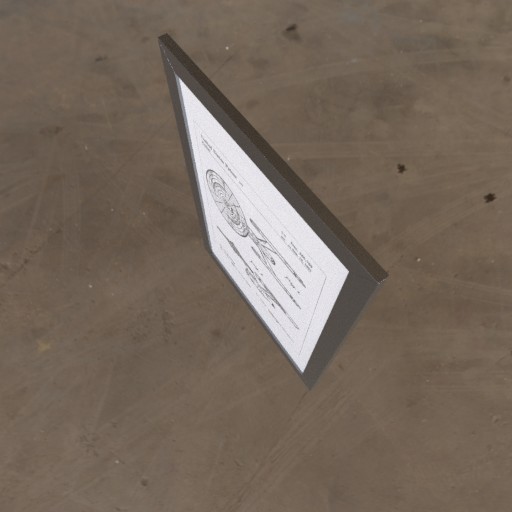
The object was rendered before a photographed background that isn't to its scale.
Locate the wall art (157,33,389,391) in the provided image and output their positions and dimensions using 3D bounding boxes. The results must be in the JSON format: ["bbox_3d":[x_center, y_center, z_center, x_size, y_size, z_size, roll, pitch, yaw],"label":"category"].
[{"bbox_3d":[0.000,0.000,0.680,0.013,0.529,0.376,-32,68,-15],"label":"wall art"}]
